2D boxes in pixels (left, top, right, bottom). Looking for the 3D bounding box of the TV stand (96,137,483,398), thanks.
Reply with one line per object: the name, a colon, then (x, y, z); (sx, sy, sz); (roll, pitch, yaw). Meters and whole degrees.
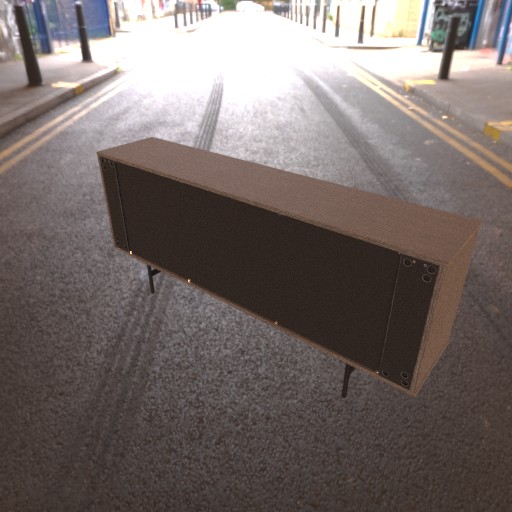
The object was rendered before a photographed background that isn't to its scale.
TV stand: (0.000, 0.000, 2.154); (1.804, 0.787, 0.405); (22, 36, 33)
